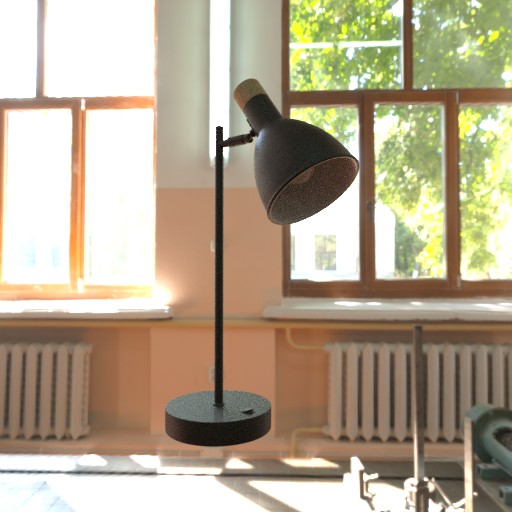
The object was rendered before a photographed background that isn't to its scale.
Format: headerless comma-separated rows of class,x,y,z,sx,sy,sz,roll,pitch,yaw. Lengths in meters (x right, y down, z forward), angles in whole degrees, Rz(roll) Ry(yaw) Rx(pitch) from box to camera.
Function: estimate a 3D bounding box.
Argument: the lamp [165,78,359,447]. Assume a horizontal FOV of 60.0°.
lamp,0.000,0.000,0.601,0.287,0.483,0.152,-1,-2,37
